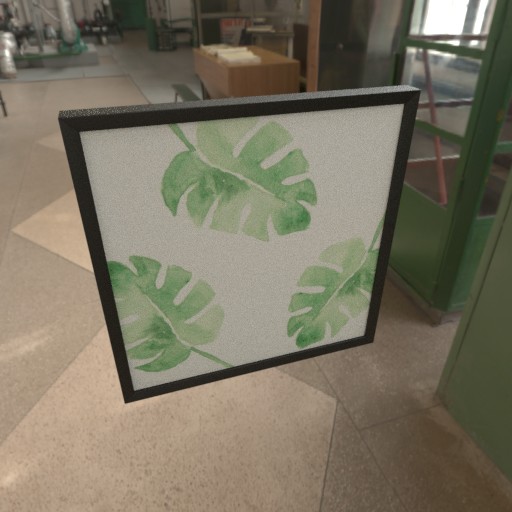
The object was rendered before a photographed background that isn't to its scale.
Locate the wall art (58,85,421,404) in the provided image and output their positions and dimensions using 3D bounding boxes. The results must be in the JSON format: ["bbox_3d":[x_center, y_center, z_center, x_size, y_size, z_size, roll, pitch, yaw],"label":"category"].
[{"bbox_3d":[0.000,0.000,0.743,0.508,0.508,0.036,-10,33,-15],"label":"wall art"}]
